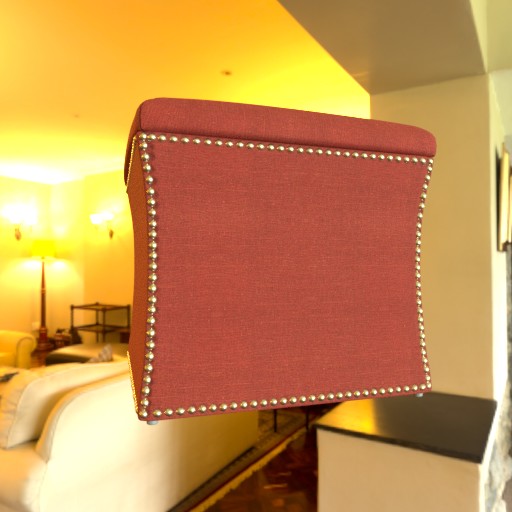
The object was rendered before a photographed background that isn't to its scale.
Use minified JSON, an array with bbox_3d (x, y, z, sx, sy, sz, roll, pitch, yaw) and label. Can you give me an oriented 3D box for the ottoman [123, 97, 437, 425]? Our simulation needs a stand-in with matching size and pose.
[{"bbox_3d":[0.000,0.000,0.887,0.507,0.475,0.497,0,-2,-18],"label":"ottoman"}]
